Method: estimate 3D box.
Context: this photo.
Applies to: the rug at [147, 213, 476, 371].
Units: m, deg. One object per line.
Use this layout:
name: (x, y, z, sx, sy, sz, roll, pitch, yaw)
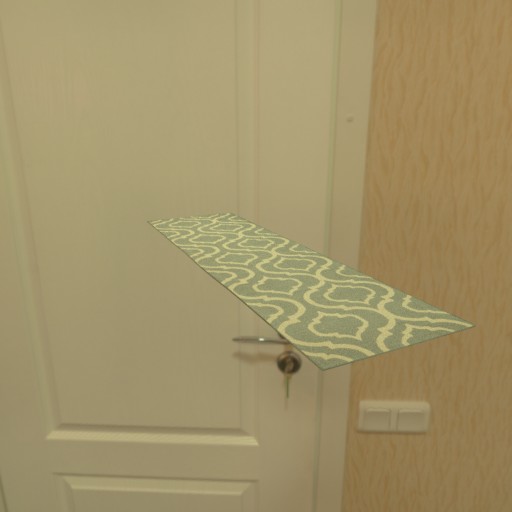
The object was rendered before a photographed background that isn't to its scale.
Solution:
rug: (0.000, 0.000, 2.456, 0.684, 0.009, 2.275, -8, 19, -25)
